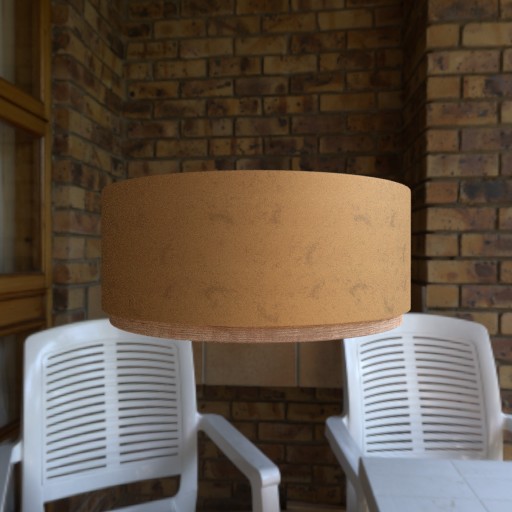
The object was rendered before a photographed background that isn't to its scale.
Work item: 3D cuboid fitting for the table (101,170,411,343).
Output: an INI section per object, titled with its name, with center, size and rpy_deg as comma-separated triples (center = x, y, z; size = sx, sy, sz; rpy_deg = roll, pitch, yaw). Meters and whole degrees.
[table]
center = 0.000, 0.000, 1.519
size = 1.001, 0.409, 1.001
rpy_deg = 0, 0, 0
